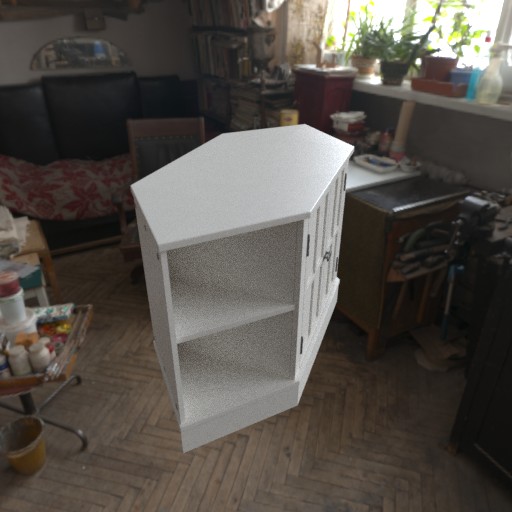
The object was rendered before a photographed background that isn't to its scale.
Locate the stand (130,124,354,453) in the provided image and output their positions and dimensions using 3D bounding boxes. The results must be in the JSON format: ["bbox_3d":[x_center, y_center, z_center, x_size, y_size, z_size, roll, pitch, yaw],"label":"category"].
[{"bbox_3d":[0.000,0.000,1.435,0.477,0.614,1.072,10,31,18],"label":"stand"}]
